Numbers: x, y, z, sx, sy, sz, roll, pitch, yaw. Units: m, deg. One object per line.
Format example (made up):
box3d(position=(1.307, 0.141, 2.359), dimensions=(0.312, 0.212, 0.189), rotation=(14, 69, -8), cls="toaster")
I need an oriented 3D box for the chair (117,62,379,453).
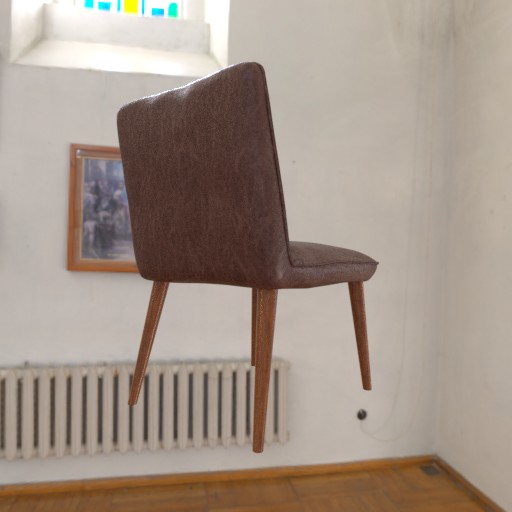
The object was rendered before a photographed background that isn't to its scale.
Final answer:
box3d(position=(0.000, 0.000, 1.253), dimensions=(0.543, 0.803, 0.645), rotation=(1, 1, 35), cls="chair")
